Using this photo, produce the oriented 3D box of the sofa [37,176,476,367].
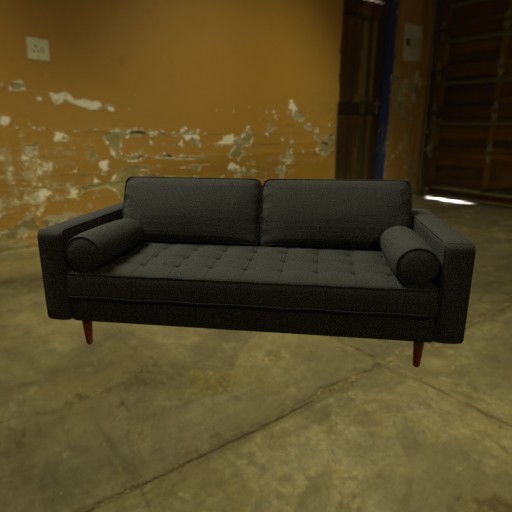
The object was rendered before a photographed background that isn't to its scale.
[{"bbox_3d":[0.000,0.000,2.316,1.875,0.759,0.914,2,15,8],"label":"sofa"}]
